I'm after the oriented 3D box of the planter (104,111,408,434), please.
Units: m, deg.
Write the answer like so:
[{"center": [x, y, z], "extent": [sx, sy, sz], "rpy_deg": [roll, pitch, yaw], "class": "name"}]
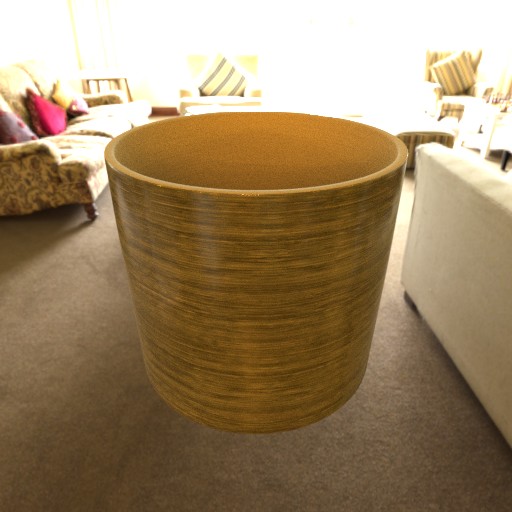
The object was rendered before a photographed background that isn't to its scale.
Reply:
[{"center": [0.000, 0.000, 0.385], "extent": [0.221, 0.201, 0.221], "rpy_deg": [0, 29, 0], "class": "planter"}]
